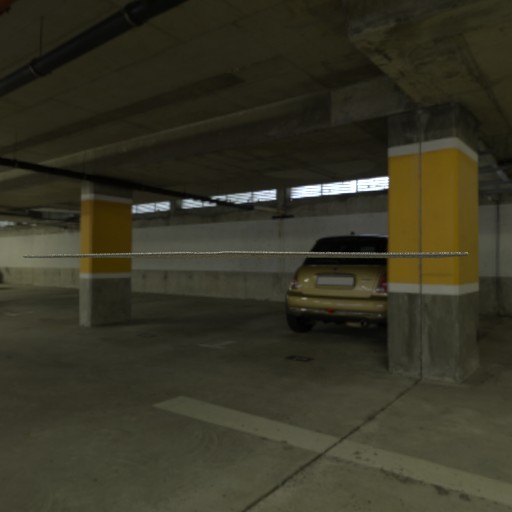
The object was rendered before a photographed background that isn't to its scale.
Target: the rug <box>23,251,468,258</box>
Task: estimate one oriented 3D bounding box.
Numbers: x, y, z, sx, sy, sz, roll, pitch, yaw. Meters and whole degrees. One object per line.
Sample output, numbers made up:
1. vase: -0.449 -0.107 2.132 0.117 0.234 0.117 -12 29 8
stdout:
1. rug: 0.000 0.000 2.210 1.789 0.021 1.159 0 -1 19
